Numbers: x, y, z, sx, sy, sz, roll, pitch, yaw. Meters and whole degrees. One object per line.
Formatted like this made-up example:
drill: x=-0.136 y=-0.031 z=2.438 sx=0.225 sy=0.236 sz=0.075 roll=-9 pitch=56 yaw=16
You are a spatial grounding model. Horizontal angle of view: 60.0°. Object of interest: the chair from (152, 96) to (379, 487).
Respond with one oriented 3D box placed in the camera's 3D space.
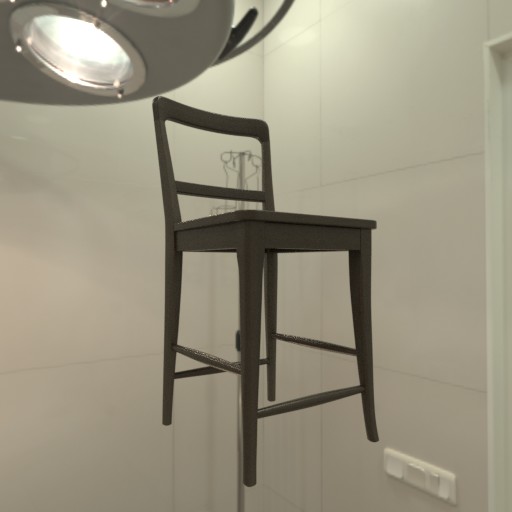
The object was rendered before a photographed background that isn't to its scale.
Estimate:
chair: x=0.000 y=0.000 z=1.281 sx=0.450 sy=0.991 sz=0.546 roll=1 pitch=-1 yaw=-36
